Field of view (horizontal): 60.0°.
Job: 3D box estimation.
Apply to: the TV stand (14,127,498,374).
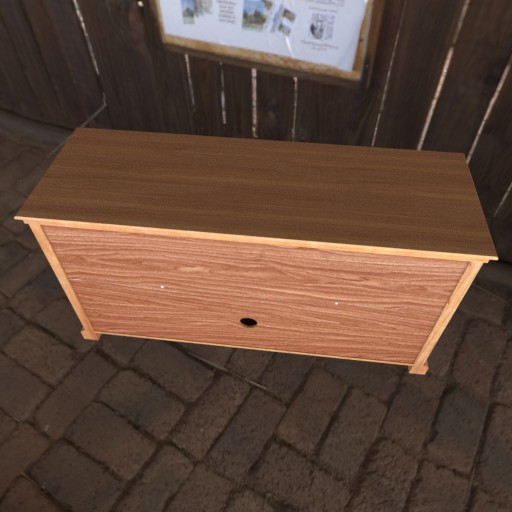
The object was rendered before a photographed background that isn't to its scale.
[{"bbox_3d":[0.000,0.000,1.430,1.181,0.607,0.417,5,49,4],"label":"TV stand"}]
